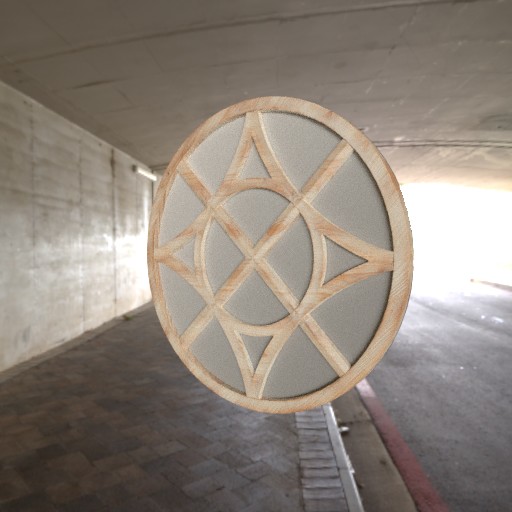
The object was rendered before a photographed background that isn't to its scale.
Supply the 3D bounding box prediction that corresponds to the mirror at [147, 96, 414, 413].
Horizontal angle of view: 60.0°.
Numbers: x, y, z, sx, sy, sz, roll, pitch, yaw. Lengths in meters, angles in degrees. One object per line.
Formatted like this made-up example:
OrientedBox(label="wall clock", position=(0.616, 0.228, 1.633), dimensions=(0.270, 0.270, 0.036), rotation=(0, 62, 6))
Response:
OrientedBox(label="mirror", position=(0.000, 0.000, 1.029), dimensions=(0.710, 0.710, 0.038), rotation=(1, 2, 35))
